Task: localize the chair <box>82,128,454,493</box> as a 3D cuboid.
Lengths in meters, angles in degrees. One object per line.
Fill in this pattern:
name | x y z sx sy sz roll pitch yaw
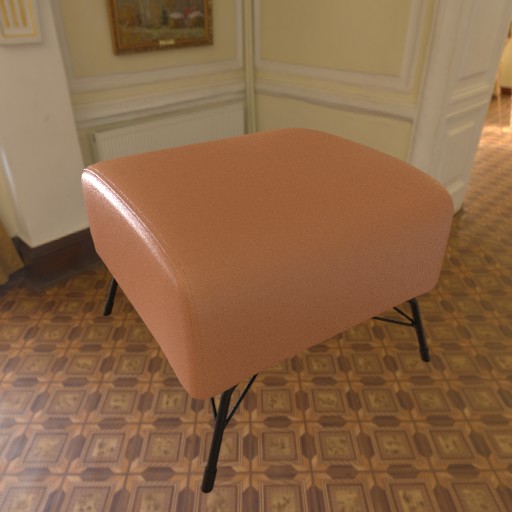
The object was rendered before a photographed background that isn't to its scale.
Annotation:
chair | 0.000 0.000 0.882 0.530 0.410 0.530 -18 35 -28
